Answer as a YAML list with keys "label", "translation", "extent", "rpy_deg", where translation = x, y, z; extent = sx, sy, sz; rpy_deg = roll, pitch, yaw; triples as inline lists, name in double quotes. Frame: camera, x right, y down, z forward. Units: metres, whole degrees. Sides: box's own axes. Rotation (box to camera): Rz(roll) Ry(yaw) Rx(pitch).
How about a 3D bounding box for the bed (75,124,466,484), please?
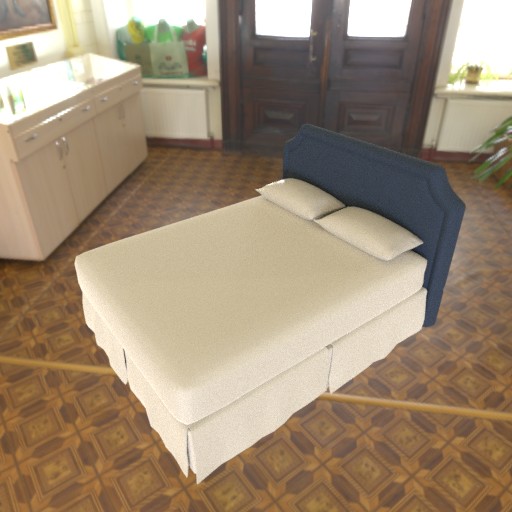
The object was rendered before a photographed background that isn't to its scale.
- label: "bed"
  translation: [0.000, 0.000, 3.272]
  extent: [2.260, 1.297, 1.831]
  rpy_deg: [-22, 38, -31]
